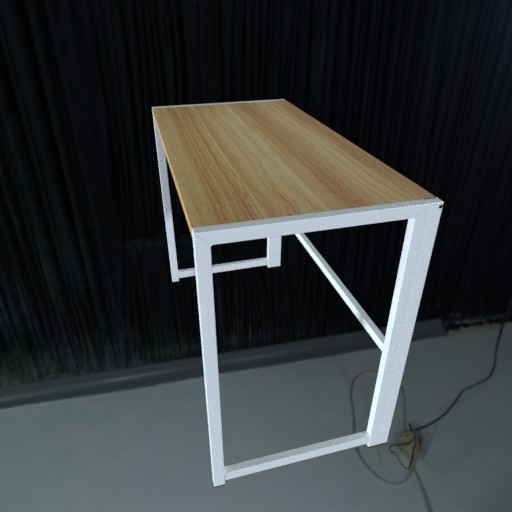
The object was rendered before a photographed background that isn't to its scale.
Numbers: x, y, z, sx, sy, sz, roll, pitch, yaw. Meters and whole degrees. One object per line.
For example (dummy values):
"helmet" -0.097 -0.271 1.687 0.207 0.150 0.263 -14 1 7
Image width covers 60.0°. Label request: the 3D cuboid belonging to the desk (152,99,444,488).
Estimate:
"desk" 0.000 0.000 1.449 0.508 0.762 1.016 -8 32 -13
